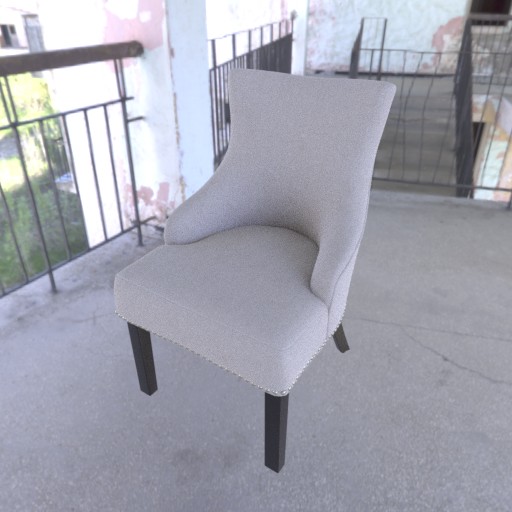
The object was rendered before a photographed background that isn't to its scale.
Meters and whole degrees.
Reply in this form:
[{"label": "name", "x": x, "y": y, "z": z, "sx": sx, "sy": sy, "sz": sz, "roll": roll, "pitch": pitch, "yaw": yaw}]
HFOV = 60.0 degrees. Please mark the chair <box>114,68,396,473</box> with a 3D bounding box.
[{"label": "chair", "x": 0.000, "y": 0.000, "z": 1.257, "sx": 0.566, "sy": 0.909, "sz": 0.629, "roll": 19, "pitch": 35, "yaw": 29}]
